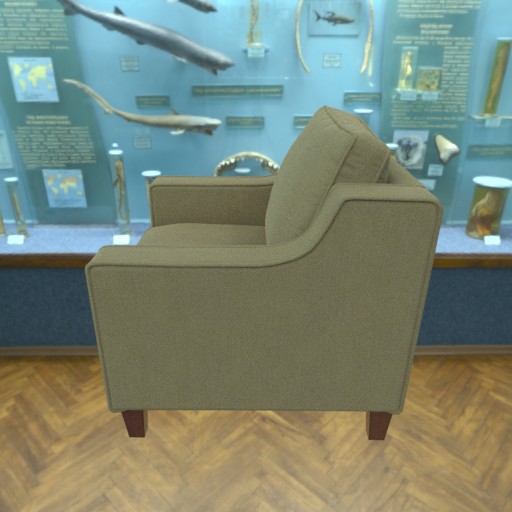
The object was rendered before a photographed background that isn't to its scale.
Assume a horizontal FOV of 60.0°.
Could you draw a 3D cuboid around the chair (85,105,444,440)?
[{"bbox_3d":[0.000,0.000,1.571,0.909,0.960,0.831,0,26,1],"label":"chair"}]
